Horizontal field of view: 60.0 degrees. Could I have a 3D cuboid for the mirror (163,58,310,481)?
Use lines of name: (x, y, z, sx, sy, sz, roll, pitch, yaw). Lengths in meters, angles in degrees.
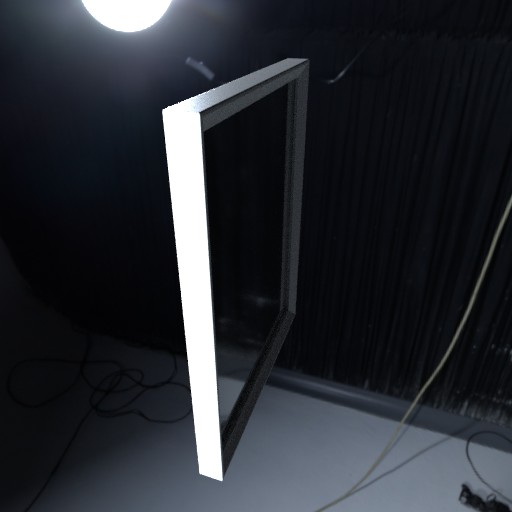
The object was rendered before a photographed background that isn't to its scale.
mirror: (0.000, 0.000, 0.672, 0.041, 0.509, 0.406, 10, 32, 16)
